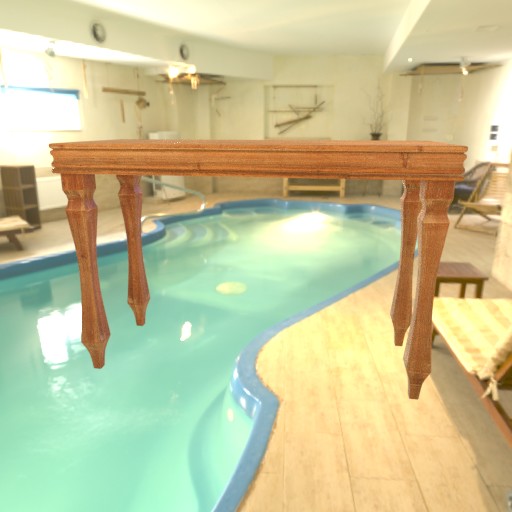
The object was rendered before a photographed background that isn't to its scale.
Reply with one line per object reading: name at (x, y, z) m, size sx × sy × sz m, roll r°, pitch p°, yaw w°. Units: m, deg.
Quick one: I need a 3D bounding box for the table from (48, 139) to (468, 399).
table at (0.000, 0.000, 1.751) m, size 1.330 × 0.873 × 0.522 m, roll 3°, pitch 16°, yaw 9°
